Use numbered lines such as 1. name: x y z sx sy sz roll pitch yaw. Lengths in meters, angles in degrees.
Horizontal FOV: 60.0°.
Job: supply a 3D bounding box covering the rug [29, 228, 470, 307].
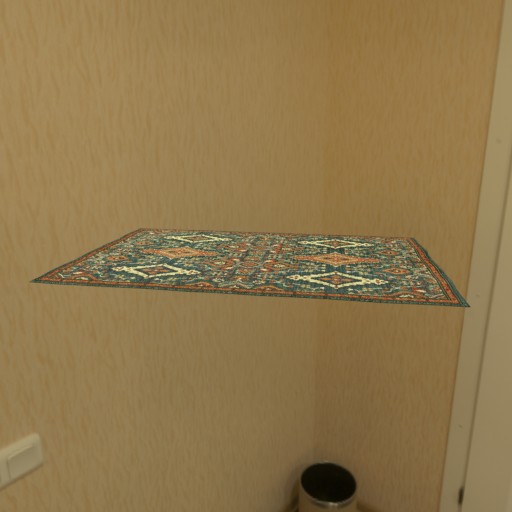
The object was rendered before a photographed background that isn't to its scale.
1. rug: 0.000 0.000 4.323 3.371 0.008 2.190 2 15 9
